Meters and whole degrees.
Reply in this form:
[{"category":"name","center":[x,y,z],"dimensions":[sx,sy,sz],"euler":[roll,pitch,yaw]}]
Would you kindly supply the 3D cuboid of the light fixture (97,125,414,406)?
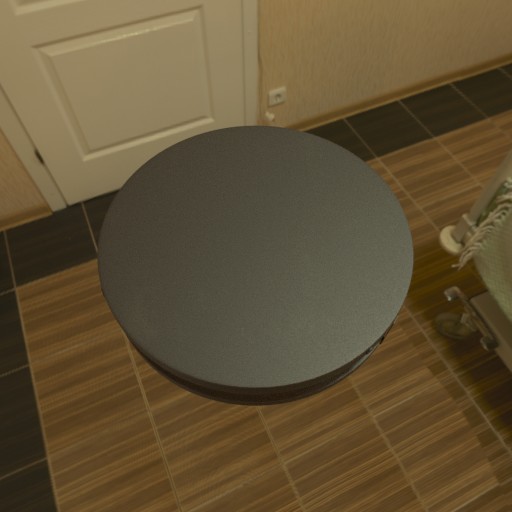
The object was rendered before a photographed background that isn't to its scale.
[{"category":"light fixture","center":[0.000,0.000,0.546],"dimensions":[0.356,0.102,0.356],"euler":[0,58,0]}]
